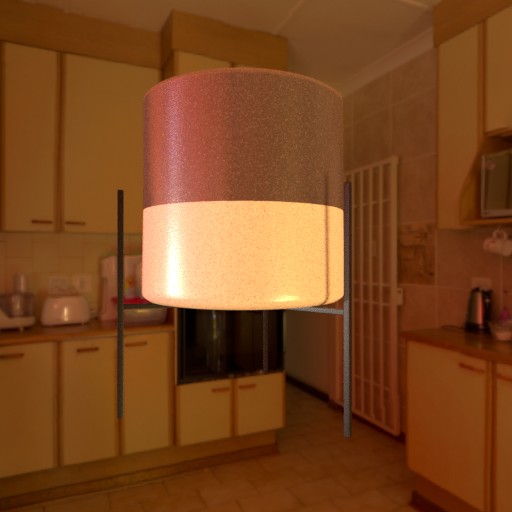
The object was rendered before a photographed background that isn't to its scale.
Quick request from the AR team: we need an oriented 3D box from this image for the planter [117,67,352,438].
[{"bbox_3d":[0.000,0.000,0.525,0.260,0.353,0.250,0,0,35],"label":"planter"}]
